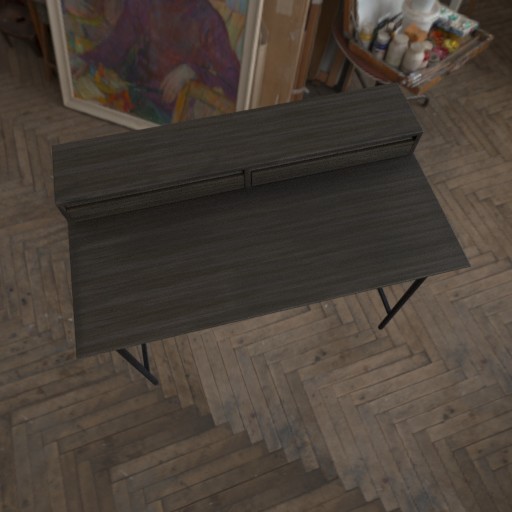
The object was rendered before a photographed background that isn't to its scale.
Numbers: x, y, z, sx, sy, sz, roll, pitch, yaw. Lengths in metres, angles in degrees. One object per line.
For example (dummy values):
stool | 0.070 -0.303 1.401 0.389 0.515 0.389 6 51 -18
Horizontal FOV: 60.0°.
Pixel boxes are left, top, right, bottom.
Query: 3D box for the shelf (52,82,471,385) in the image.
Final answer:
shelf | 0.000 0.000 1.741 1.212 0.865 0.685 -12 64 -6
